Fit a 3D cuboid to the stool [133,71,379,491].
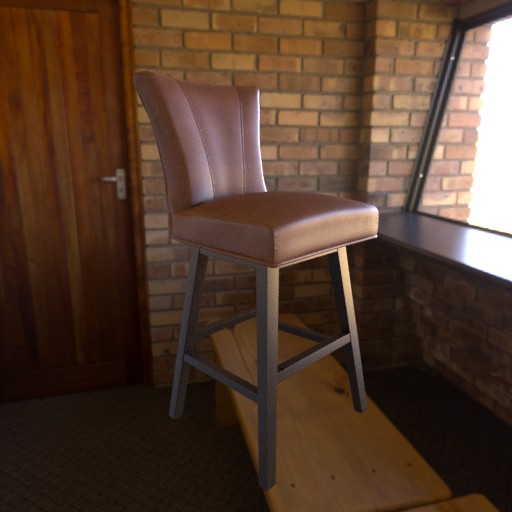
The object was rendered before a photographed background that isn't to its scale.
[{"bbox_3d":[0.000,0.000,1.408,0.585,1.094,0.522,13,19,42],"label":"stool"}]
